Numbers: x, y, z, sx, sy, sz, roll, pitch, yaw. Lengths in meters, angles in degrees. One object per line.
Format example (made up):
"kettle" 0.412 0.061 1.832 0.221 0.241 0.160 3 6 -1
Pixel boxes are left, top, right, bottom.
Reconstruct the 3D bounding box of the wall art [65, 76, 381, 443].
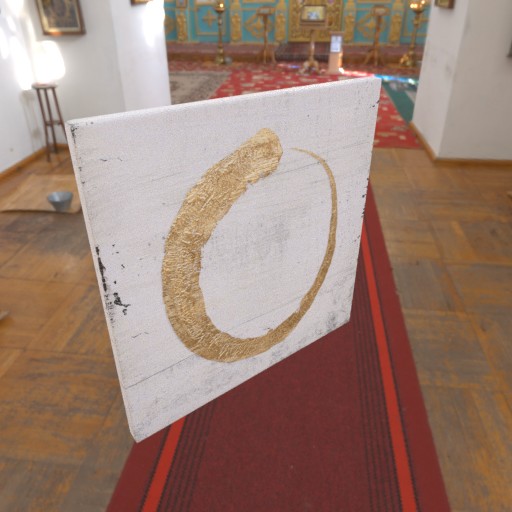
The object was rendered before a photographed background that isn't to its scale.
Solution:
"wall art" 0.000 0.000 1.094 0.762 0.762 0.038 -22 37 -32
